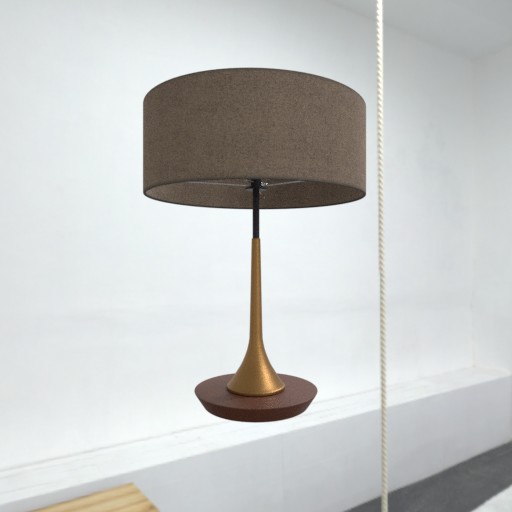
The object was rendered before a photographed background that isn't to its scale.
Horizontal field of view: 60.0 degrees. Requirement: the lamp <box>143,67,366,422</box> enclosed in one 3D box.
[{"bbox_3d":[0.000,0.000,0.827,0.396,0.551,0.417,0,0,37],"label":"lamp"}]
